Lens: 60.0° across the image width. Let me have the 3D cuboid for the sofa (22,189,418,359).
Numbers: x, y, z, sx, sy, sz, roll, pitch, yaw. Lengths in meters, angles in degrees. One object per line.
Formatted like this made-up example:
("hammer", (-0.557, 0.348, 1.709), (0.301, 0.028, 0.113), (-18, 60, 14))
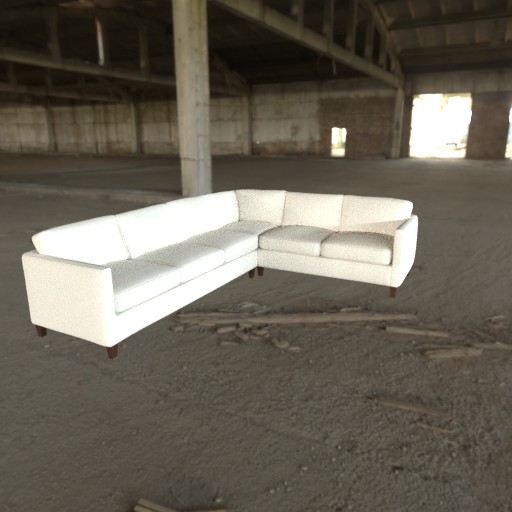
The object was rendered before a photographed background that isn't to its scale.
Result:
("sofa", (0.000, 0.000, 4.397), (2.593, 0.947, 3.302), (8, 17, 27))
